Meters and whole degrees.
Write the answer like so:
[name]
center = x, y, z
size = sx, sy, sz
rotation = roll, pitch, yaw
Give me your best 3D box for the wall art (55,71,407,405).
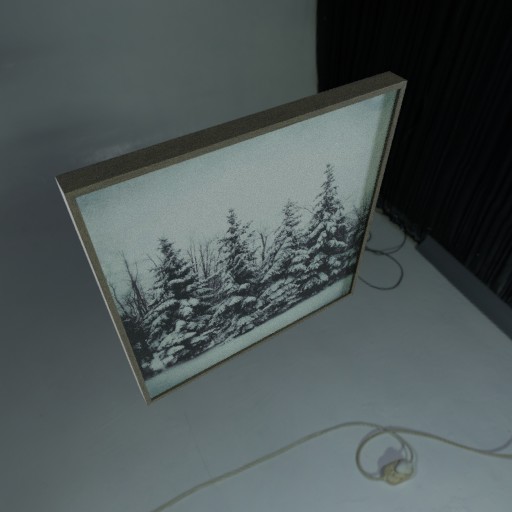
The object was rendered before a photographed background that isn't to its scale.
[wall art]
center = 0.000, 0.000, 0.760
size = 0.507, 0.507, 0.037
rotation = -24, 51, -22
